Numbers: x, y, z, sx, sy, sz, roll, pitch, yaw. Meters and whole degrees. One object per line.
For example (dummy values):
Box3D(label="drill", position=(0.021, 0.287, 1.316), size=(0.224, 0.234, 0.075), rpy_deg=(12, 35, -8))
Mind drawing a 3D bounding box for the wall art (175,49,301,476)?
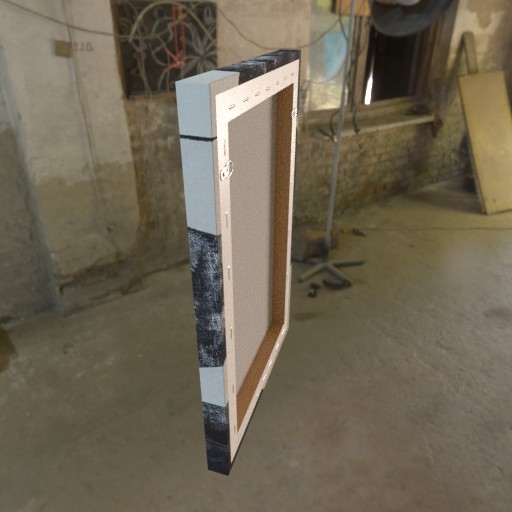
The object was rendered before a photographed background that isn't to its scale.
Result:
Box3D(label="wall art", position=(0.000, 0.000, 0.755), size=(0.039, 0.610, 0.407), rpy_deg=(9, 31, 15))
